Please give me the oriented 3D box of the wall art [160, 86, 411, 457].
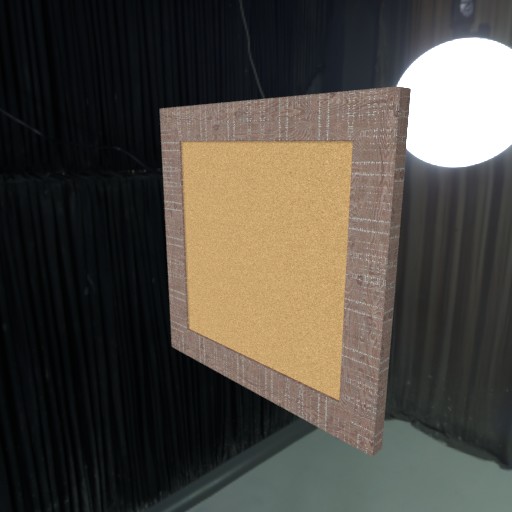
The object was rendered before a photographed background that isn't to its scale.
[{"bbox_3d":[0.000,0.000,0.801,0.029,0.531,0.531,-14,20,-43],"label":"wall art"}]
